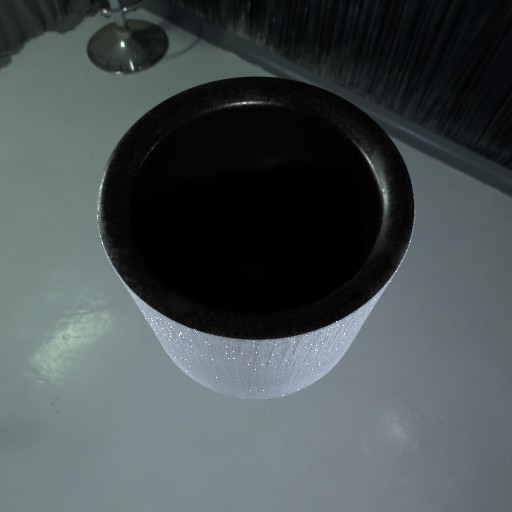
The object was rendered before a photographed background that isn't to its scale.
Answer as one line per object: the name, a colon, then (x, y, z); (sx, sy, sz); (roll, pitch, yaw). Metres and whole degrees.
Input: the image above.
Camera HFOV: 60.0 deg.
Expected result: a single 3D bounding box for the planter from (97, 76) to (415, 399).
planter: (0.000, 0.000, 0.288); (0.160, 0.156, 0.160); (0, 63, 0)
